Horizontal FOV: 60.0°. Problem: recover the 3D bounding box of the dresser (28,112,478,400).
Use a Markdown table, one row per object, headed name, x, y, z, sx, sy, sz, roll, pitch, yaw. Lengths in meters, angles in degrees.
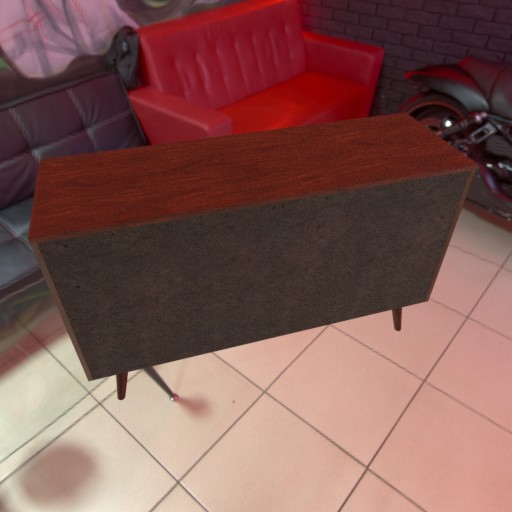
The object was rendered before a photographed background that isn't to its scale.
| name | x | y | z | sx | sy | sz | roll | pitch | yaw |
| --- | --- | --- | --- | --- | --- | --- | --- | --- | --- |
| dresser | 0.000 | 0.000 | 1.862 | 1.472 | 0.889 | 0.500 | -11 | 42 | -13 |
